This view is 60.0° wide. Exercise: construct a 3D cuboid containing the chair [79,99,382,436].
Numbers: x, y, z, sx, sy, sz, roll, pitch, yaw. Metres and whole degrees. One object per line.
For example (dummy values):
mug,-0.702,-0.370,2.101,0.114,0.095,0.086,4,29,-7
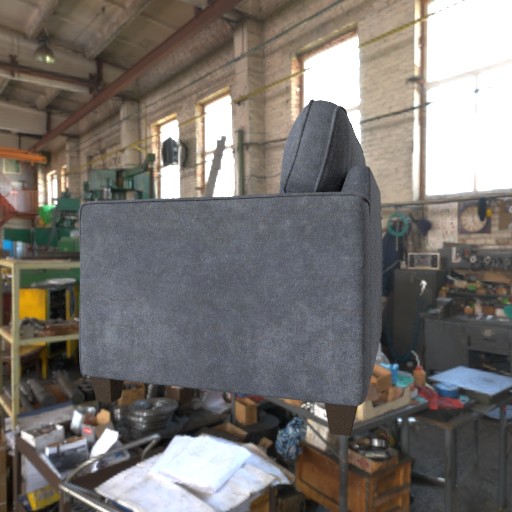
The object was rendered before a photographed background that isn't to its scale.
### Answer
chair,0.000,0.000,1.772,0.939,0.965,1.015,0,2,18
